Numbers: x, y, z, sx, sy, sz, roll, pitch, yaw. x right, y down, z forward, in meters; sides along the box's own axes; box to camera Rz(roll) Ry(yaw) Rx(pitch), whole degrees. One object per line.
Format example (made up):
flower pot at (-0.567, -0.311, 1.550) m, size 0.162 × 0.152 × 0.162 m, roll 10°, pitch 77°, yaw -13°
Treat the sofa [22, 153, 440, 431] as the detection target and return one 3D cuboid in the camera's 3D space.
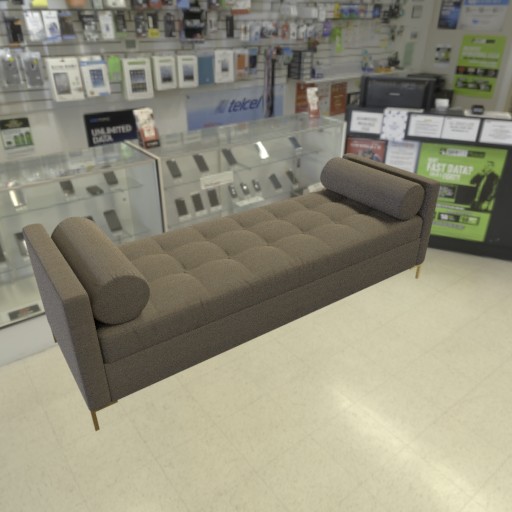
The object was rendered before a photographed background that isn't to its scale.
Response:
sofa at (0.000, 0.000, 2.290) m, size 1.981 × 0.635 × 0.686 m, roll -19°, pitch 34°, yaw -30°
